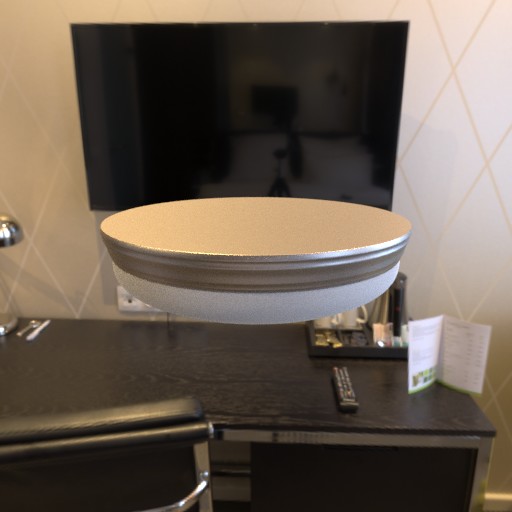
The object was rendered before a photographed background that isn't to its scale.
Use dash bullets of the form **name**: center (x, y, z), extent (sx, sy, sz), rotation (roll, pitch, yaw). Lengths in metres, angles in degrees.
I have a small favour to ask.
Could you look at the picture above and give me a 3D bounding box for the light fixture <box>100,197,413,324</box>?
- **light fixture**: center (0.000, 0.000, 0.562), extent (0.368, 0.100, 0.368), rotation (0, 15, 0)
